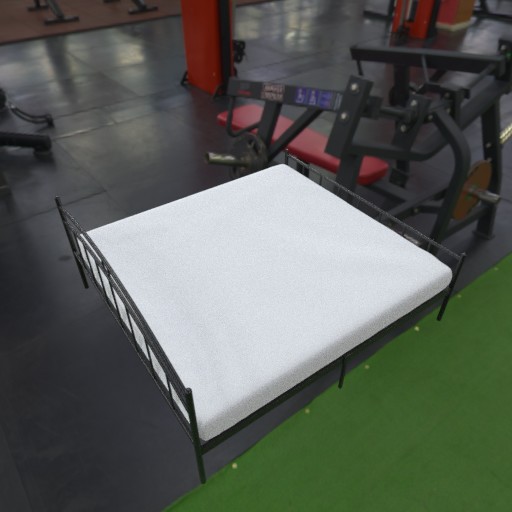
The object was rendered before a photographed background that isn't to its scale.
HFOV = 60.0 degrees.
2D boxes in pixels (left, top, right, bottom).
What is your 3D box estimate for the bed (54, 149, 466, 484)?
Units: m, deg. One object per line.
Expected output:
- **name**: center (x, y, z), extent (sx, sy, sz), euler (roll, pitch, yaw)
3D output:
- **bed**: center (0.000, 0.000, 3.116), extent (2.040, 0.940, 1.880), euler (-24, 45, -27)
